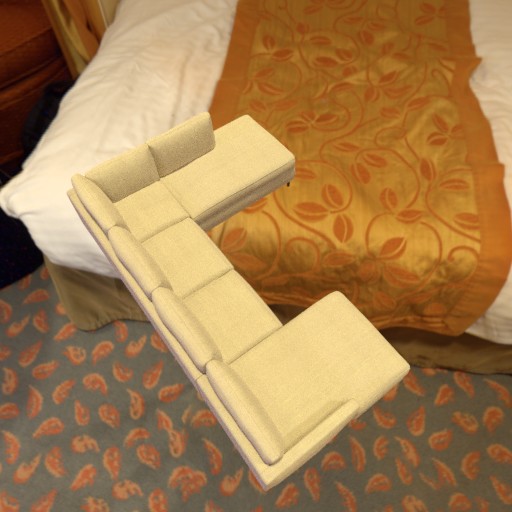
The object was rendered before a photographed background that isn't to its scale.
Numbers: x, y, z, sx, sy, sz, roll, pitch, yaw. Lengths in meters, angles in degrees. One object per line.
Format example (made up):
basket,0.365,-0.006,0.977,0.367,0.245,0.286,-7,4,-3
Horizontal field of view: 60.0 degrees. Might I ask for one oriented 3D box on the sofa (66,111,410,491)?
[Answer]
sofa,0.000,0.000,3.494,1.879,0.756,2.737,-33,64,-19
